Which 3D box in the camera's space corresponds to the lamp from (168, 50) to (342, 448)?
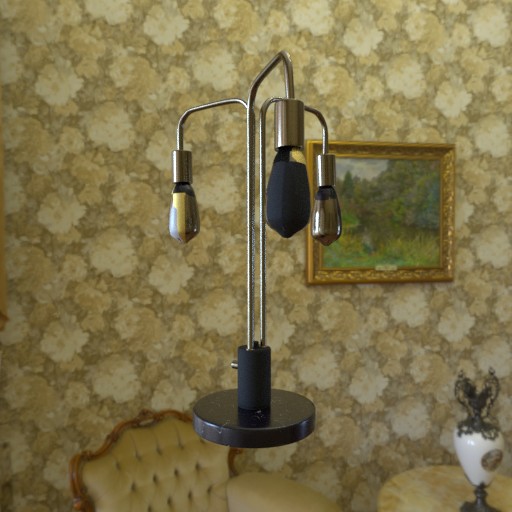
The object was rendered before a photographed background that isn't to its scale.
[{"bbox_3d":[0.000,0.000,0.779,0.368,0.560,0.355,0,0,35],"label":"lamp"}]
